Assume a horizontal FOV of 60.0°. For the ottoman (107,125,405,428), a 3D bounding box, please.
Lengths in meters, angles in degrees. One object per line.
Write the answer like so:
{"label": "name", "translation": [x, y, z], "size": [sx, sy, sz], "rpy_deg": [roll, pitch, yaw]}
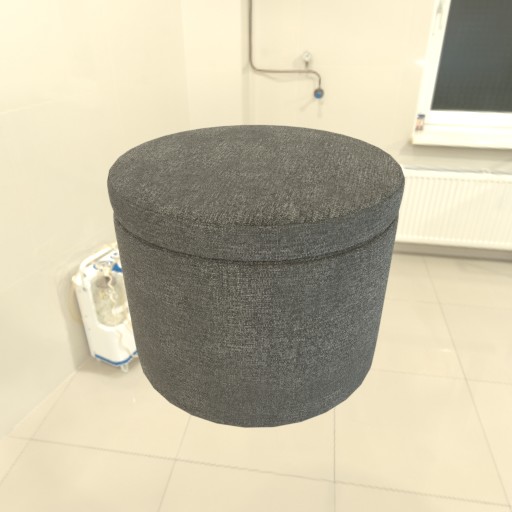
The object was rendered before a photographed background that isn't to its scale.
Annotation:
{"label": "ottoman", "translation": [0.000, 0.000, 0.862], "size": [0.500, 0.419, 0.500], "rpy_deg": [0, 30, 0]}
